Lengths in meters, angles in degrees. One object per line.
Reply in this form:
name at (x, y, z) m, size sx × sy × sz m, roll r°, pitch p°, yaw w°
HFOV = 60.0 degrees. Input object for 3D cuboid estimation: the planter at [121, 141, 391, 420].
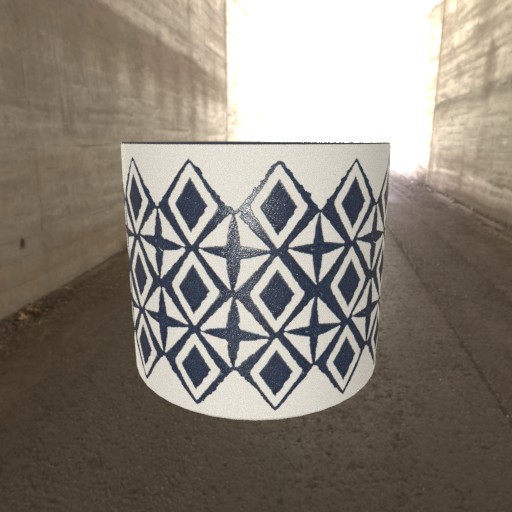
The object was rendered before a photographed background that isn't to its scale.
planter at (0.000, 0.000, 0.288) m, size 0.159 × 0.144 × 0.159 m, roll 0°, pitch 15°, yaw 0°
